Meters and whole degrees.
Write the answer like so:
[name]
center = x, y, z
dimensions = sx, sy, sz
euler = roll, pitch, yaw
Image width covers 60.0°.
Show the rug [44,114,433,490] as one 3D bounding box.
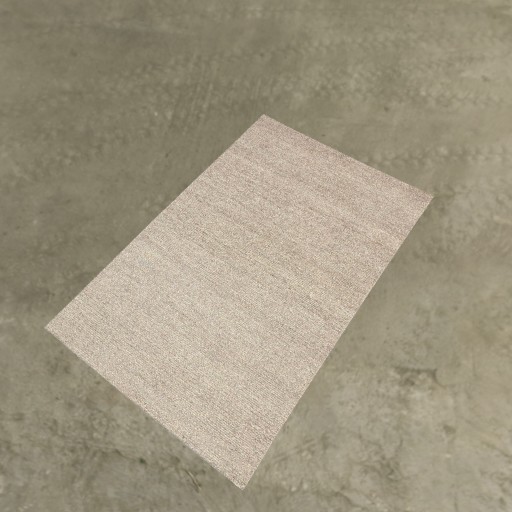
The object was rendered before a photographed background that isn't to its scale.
[rug]
center = 0.000, 0.000, 2.264
dimensions = 1.154, 0.021, 1.792
euler = 32, 64, 18
